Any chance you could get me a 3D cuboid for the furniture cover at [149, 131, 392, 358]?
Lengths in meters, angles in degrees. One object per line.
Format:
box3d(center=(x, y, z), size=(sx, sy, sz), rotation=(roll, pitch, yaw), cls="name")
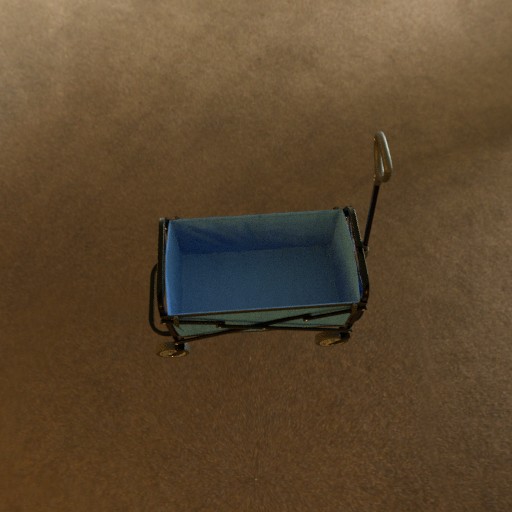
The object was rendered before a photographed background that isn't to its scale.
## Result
box3d(center=(0.000, 0.000, 1.837), size=(1.038, 1.295, 0.532), rotation=(-4, 63, -2), cls="furniture cover")
